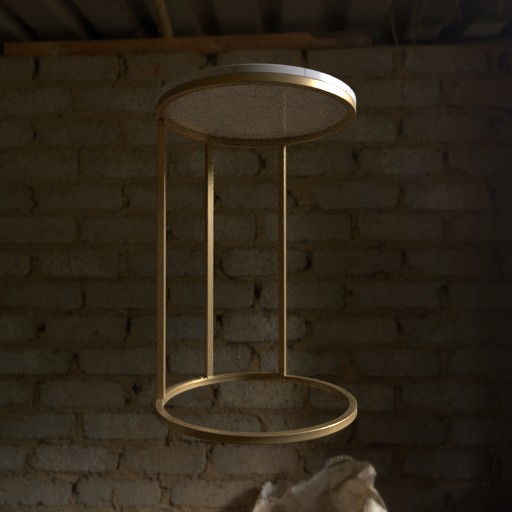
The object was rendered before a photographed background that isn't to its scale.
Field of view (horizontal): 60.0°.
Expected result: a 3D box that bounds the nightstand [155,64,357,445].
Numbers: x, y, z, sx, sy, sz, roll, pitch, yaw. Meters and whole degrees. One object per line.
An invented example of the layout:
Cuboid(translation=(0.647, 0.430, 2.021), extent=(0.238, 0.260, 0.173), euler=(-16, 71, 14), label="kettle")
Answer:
Cuboid(translation=(0.000, 0.000, 0.905), extent=(0.400, 0.610, 0.400), euler=(1, -1, -36), label="nightstand")
